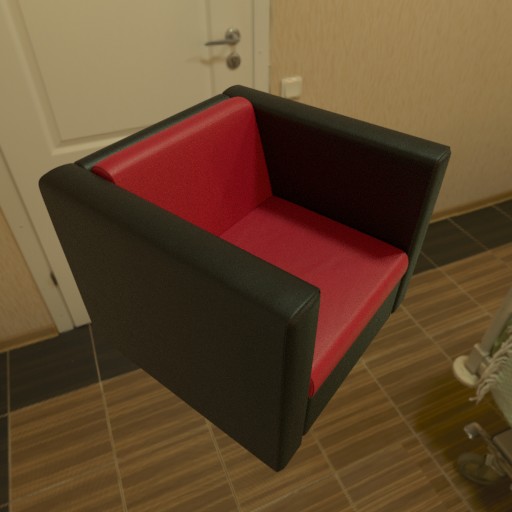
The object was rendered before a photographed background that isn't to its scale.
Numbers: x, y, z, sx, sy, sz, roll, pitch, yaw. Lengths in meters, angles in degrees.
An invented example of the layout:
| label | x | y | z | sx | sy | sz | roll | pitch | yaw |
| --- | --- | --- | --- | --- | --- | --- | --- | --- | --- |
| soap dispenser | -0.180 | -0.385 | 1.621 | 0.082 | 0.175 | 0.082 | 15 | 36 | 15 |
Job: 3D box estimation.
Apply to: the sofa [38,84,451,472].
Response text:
| label | x | y | z | sx | sy | sz | roll | pitch | yaw |
| --- | --- | --- | --- | --- | --- | --- | --- | --- | --- |
| sofa | 0.000 | 0.000 | 1.430 | 0.809 | 0.724 | 0.839 | 27 | 48 | 27 |
